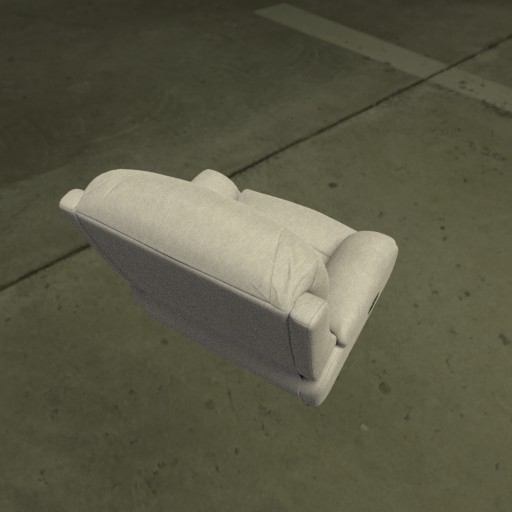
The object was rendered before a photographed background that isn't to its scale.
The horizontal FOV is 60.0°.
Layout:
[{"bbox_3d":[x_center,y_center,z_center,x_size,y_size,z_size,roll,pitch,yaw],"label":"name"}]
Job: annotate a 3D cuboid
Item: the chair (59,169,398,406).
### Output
[{"bbox_3d":[0.000,0.000,1.727,0.930,1.011,0.899,24,51,21],"label":"chair"}]
